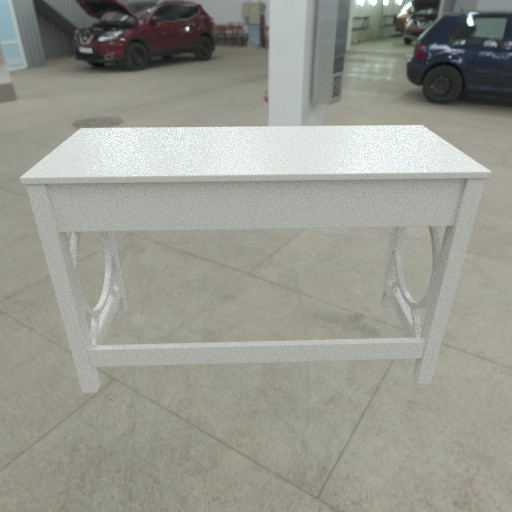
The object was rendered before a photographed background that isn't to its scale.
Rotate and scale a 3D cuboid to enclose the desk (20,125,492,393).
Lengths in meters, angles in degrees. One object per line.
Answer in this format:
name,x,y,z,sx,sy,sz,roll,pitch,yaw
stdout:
desk,0.000,0.000,1.523,1.191,0.762,0.504,-1,30,-2
